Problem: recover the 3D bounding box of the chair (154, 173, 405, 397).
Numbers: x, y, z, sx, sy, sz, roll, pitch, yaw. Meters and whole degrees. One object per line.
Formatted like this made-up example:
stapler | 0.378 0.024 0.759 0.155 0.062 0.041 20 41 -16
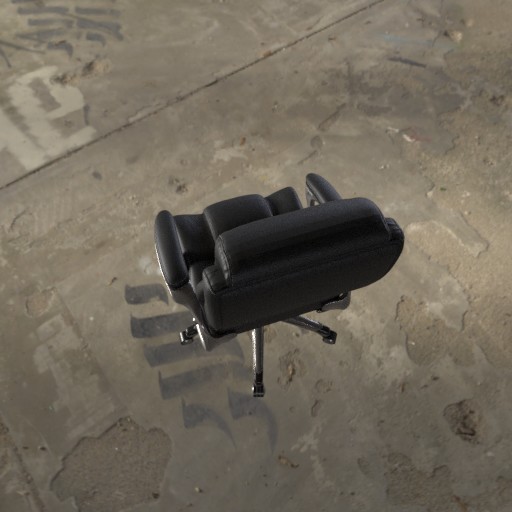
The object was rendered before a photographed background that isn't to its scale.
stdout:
chair | 0.000 0.000 1.653 0.741 1.167 0.784 -16 59 -10
